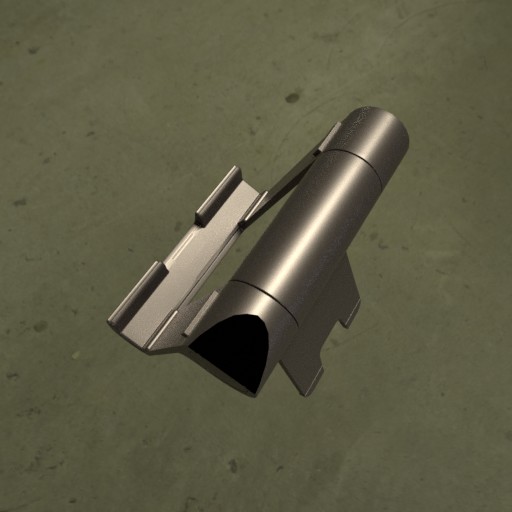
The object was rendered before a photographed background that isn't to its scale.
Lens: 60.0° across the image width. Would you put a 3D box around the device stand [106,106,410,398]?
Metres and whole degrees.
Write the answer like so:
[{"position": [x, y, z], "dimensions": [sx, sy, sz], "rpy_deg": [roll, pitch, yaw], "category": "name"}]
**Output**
[{"position": [0.000, 0.000, 0.153], "dimensions": [0.079, 0.084, 0.088], "rpy_deg": [30, 67, 14], "category": "device stand"}]
